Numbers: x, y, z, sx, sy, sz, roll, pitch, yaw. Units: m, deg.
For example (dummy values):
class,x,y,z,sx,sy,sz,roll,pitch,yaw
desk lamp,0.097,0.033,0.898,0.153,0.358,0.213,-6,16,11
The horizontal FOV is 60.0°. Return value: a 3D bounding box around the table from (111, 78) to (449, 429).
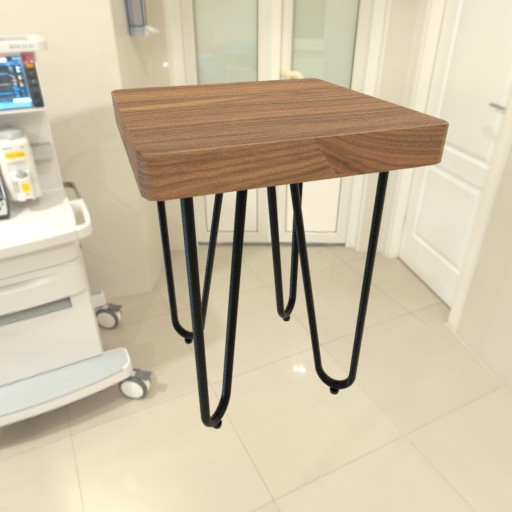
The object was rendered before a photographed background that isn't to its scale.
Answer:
class,x,y,z,sx,sy,sz,roll,pitch,yaw
table,0.000,0.000,0.967,0.480,0.641,0.479,-10,32,-17
